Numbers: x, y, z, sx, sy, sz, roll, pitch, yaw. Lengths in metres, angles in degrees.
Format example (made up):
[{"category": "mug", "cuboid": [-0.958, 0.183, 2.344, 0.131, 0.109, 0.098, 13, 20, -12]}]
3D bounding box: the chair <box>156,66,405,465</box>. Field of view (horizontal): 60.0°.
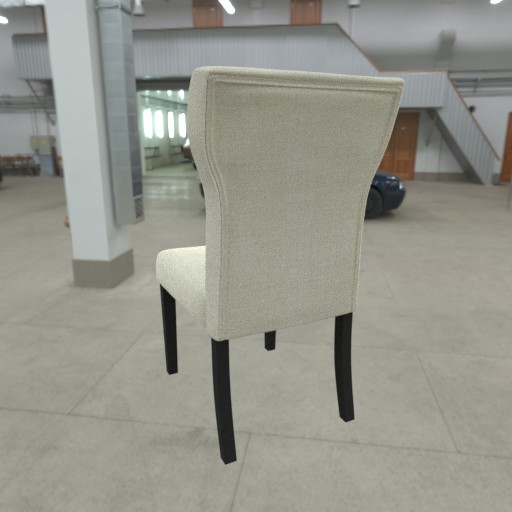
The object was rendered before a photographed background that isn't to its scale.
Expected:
[{"category": "chair", "cuboid": [0.000, 0.000, 1.265, 0.509, 0.921, 0.597, -8, 17, -26]}]
